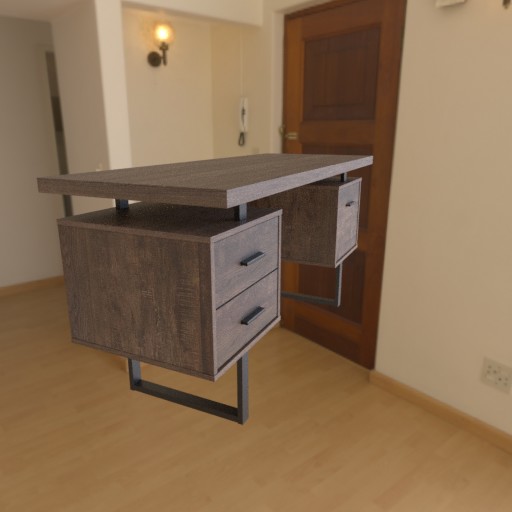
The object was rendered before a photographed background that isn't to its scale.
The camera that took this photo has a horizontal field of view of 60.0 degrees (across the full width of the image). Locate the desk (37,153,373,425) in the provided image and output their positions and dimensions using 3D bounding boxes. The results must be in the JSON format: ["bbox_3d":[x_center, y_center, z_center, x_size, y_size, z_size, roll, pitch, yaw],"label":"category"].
[{"bbox_3d":[0.000,0.000,1.854,0.600,0.760,1.524,8,17,25],"label":"desk"}]
